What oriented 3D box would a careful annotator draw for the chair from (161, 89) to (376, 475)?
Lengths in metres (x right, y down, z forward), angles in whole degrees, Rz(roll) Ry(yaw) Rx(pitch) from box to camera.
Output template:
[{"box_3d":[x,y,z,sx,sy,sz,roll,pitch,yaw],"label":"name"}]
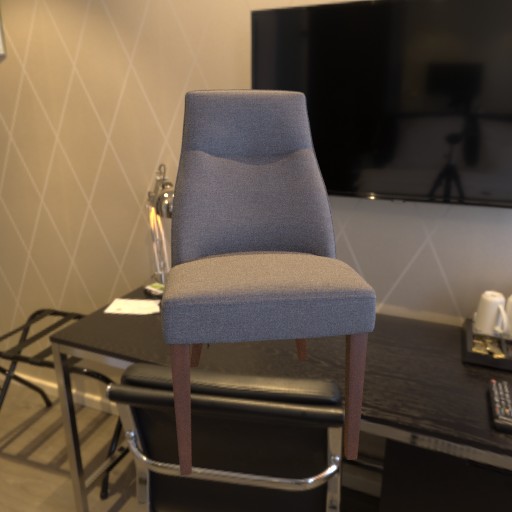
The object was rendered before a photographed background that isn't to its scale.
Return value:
[{"box_3d":[0.000,0.000,1.275,0.500,0.930,0.620,-2,17,-7],"label":"chair"}]
